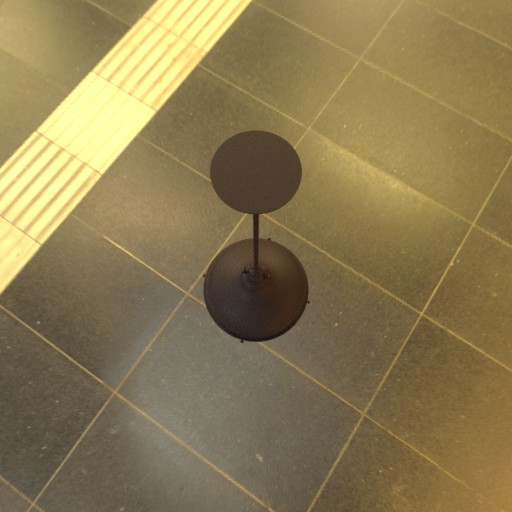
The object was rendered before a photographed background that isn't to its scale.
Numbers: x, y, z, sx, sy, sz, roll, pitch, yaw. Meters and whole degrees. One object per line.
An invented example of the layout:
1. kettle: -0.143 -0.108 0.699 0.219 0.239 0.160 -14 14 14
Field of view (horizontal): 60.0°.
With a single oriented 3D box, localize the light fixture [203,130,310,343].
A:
1. light fixture: 0.000 0.000 1.034 0.341 0.849 0.341 14 74 4
